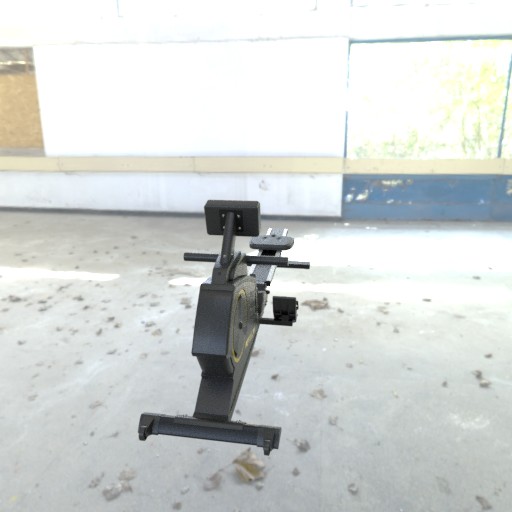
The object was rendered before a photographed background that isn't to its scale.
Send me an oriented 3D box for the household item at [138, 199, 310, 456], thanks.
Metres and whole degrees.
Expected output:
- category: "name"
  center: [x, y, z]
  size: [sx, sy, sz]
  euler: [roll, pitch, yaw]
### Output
- category: "household item"
  center: [0.000, 0.000, 2.502]
  size: [0.521, 0.810, 2.251]
  euler: [3, 16, 9]
